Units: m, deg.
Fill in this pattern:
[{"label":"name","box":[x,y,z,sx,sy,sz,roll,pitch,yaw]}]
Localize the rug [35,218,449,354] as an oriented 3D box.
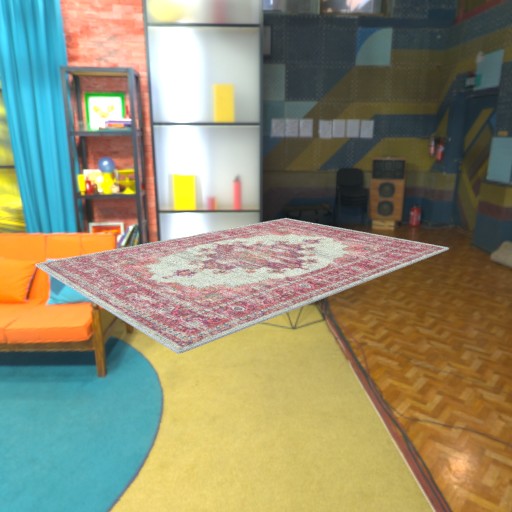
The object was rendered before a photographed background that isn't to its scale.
[{"label":"rug","box":[0.000,0.000,2.881,2.232,0.011,1.555,-14,21,-41]}]
